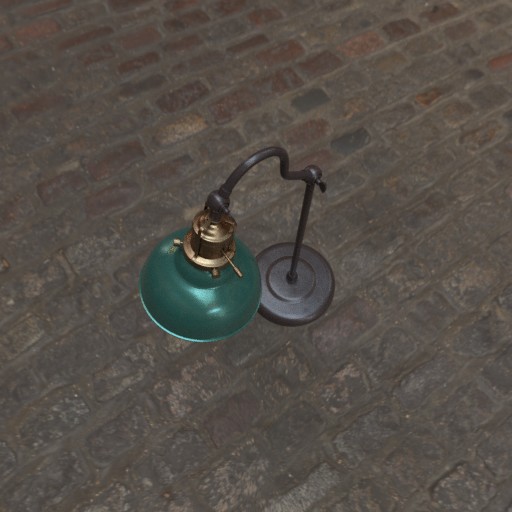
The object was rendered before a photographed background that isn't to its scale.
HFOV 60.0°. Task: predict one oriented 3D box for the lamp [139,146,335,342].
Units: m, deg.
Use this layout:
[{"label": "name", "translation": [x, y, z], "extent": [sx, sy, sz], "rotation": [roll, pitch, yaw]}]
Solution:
[{"label": "lamp", "translation": [0.000, 0.000, 0.703], "extent": [0.374, 0.508, 0.192], "rotation": [-33, 69, -14]}]
